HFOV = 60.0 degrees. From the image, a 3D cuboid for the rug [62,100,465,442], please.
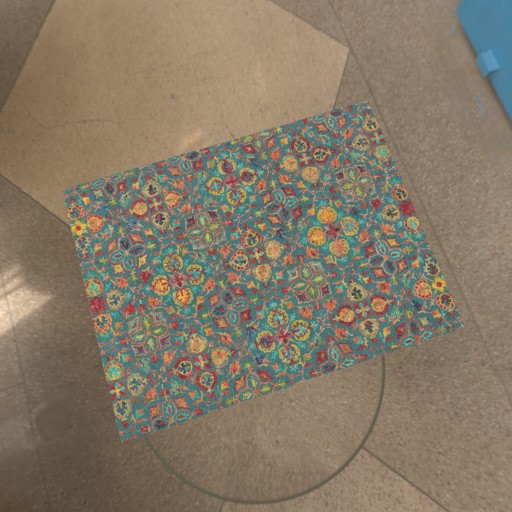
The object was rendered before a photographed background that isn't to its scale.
[{"bbox_3d":[0.000,0.000,4.177,3.204,0.025,2.434,-17,77,-4],"label":"rug"}]
